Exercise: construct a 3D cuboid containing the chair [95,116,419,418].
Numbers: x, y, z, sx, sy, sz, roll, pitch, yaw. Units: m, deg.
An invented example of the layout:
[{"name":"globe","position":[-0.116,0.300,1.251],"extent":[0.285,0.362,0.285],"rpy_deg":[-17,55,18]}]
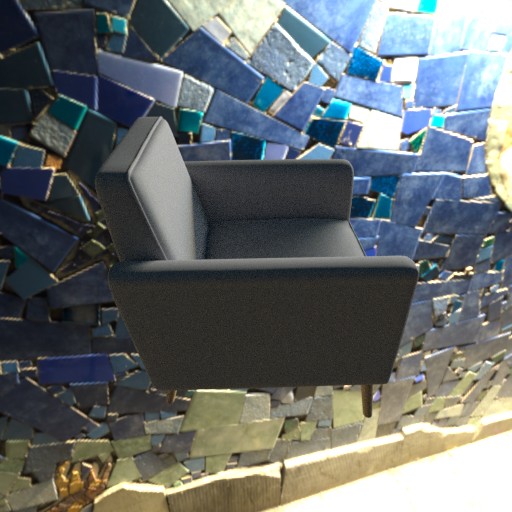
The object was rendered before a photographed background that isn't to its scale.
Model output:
[{"name":"chair","position":[0.000,0.000,1.430],"extent":[0.750,0.780,0.780],"rpy_deg":[-1,31,-2]}]
